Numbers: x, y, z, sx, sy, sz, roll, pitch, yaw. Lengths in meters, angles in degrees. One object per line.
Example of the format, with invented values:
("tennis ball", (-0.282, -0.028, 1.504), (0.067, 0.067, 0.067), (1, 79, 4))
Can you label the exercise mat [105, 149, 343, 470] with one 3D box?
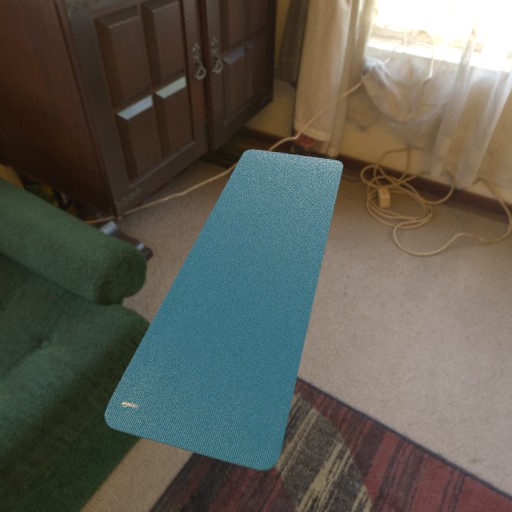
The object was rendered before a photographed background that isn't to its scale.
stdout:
("exercise mat", (0.000, 0.000, 2.089), (0.616, 0.021, 1.869), (10, 45, 11))
